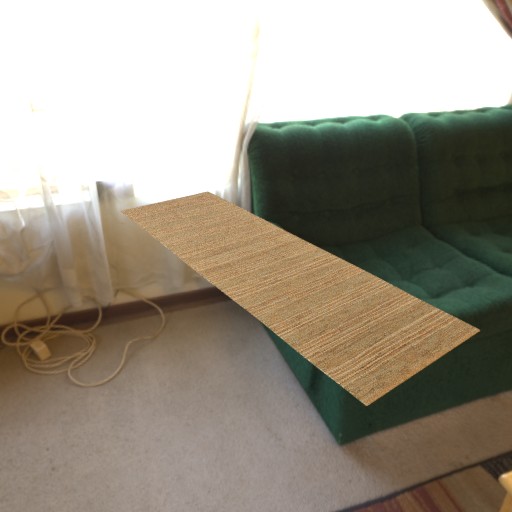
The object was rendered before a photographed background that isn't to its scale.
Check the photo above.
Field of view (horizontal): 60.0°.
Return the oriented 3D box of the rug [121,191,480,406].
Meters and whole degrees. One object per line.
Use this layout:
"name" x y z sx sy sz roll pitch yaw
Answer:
"rug" 0.000 0.000 2.712 0.783 0.006 2.438 -19 32 -32
